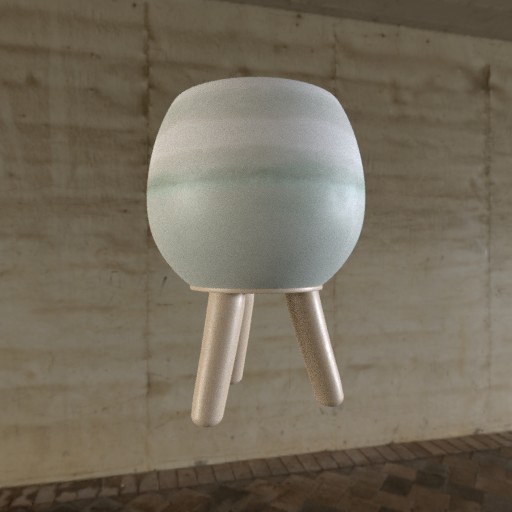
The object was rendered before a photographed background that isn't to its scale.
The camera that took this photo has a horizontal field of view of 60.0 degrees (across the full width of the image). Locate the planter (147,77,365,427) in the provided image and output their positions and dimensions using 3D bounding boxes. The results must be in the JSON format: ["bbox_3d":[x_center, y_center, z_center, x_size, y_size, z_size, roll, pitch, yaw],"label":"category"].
[{"bbox_3d":[0.000,0.000,0.337,0.161,0.224,0.161,0,0,0],"label":"planter"}]
